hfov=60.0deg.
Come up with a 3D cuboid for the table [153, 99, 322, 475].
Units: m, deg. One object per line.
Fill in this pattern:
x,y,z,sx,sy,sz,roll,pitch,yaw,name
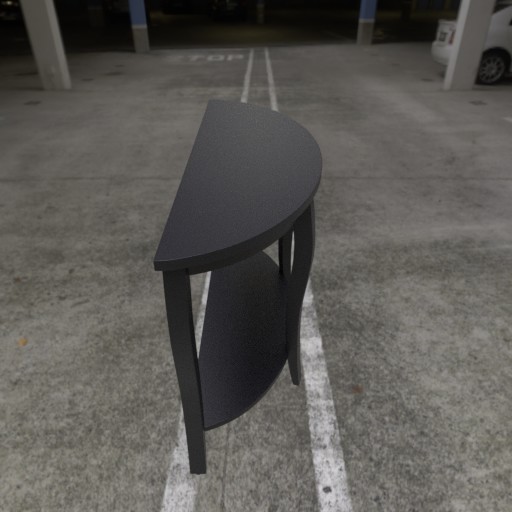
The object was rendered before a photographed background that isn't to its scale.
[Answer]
0.000,0.000,1.573,0.394,0.780,1.219,0,33,0,table
